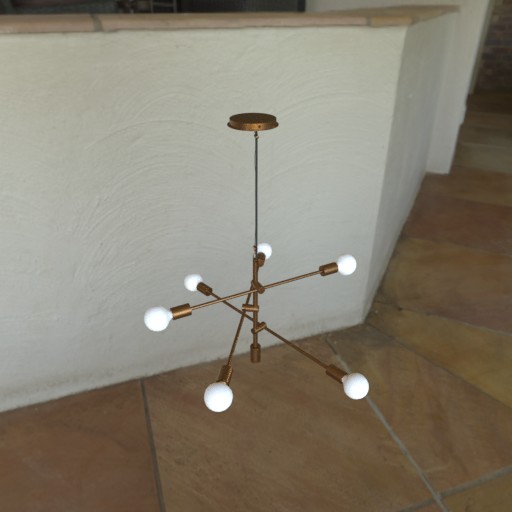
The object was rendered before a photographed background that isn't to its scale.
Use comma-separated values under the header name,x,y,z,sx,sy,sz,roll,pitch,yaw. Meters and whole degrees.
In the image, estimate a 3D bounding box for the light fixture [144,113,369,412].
name,x,y,z,sx,sy,sz,roll,pitch,yaw
light fixture,0.000,0.000,1.224,0.637,0.744,0.682,-8,31,-14
